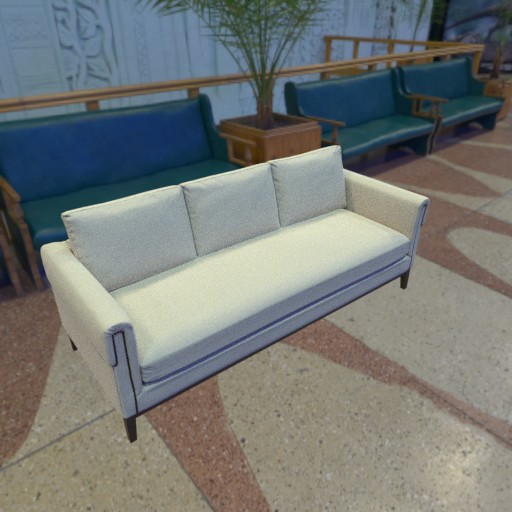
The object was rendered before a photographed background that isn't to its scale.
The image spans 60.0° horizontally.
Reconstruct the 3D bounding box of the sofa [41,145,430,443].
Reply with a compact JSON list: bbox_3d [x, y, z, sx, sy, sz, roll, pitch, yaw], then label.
[{"bbox_3d":[0.000,0.000,2.694,2.198,0.911,0.902,-21,36,-32],"label":"sofa"}]
